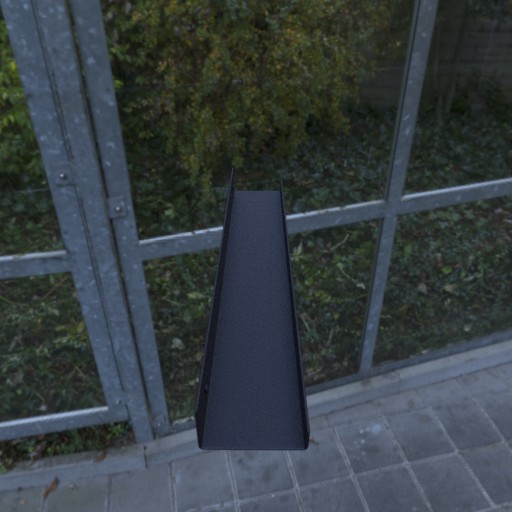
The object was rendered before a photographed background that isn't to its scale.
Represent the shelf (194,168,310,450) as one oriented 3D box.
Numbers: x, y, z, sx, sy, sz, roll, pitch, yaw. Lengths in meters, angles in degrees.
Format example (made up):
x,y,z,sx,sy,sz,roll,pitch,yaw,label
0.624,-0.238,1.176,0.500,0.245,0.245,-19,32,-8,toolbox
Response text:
x,y,z,sx,sy,sz,roll,pitch,yaw,label
0.000,0.000,0.652,0.102,0.053,0.605,0,31,0,shelf
